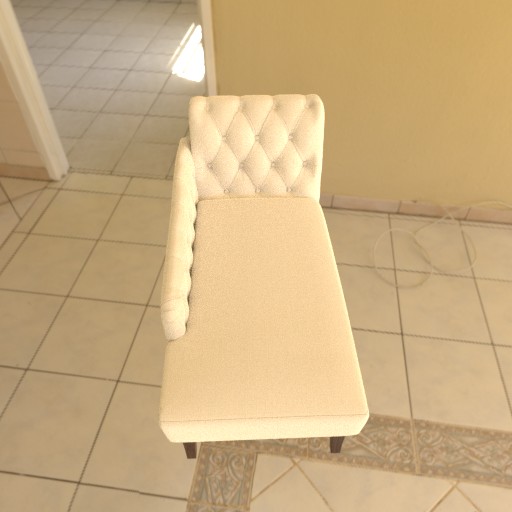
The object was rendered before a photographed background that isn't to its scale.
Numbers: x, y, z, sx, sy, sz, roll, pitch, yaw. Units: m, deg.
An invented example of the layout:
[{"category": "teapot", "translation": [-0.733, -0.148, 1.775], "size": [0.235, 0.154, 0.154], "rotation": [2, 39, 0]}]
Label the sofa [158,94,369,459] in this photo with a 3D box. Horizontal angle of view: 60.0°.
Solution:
[{"category": "sofa", "translation": [0.000, 0.000, 1.834], "size": [0.675, 0.787, 1.379], "rotation": [-2, 47, -1]}]
